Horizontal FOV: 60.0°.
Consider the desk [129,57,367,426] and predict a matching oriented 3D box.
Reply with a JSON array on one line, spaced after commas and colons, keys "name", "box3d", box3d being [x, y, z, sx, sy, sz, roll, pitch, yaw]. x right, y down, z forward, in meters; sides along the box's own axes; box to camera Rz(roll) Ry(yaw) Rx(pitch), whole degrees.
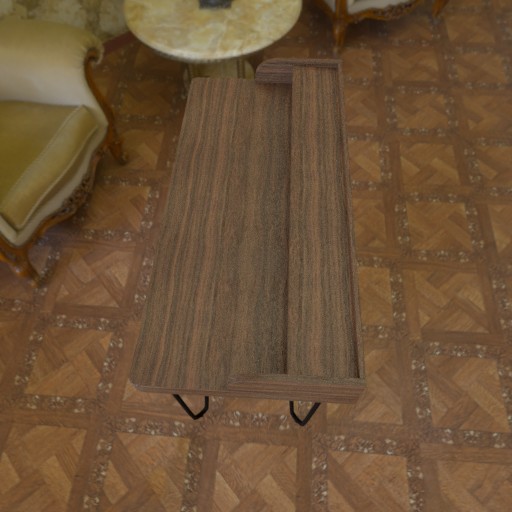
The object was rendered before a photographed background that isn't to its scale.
[{"name": "desk", "box3d": [0.000, 0.000, 1.676, 0.565, 0.854, 1.200, 3, 58, 2]}]
